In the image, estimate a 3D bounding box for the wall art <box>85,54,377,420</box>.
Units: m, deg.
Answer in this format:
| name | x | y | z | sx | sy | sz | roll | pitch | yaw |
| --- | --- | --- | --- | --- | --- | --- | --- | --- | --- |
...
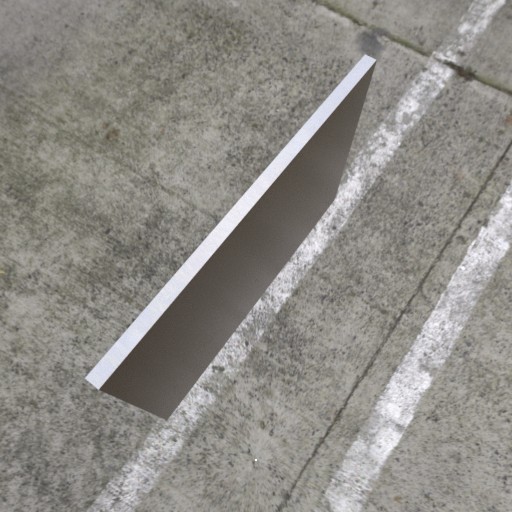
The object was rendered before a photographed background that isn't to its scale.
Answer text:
| name | x | y | z | sx | sy | sz | roll | pitch | yaw |
| --- | --- | --- | --- | --- | --- | --- | --- | --- | --- |
| wall art | 0.000 | 0.000 | 1.445 | 0.041 | 0.762 | 1.145 | 33 | 70 | 14 |
